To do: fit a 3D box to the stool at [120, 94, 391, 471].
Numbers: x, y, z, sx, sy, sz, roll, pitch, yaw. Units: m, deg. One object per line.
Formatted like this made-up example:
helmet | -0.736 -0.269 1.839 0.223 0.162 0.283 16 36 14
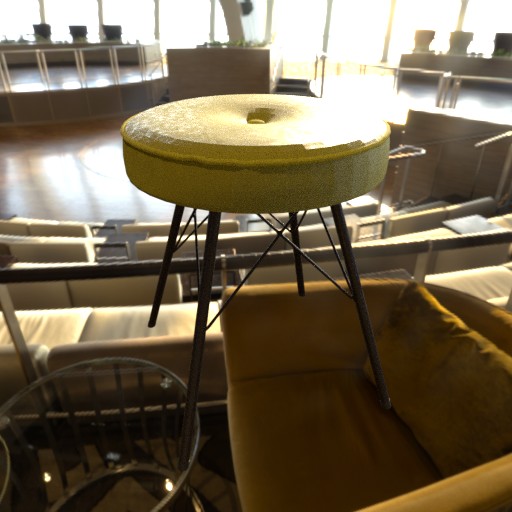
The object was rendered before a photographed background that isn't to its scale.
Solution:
stool | 0.000 0.000 0.805 0.409 0.508 0.409 -10 31 -16
